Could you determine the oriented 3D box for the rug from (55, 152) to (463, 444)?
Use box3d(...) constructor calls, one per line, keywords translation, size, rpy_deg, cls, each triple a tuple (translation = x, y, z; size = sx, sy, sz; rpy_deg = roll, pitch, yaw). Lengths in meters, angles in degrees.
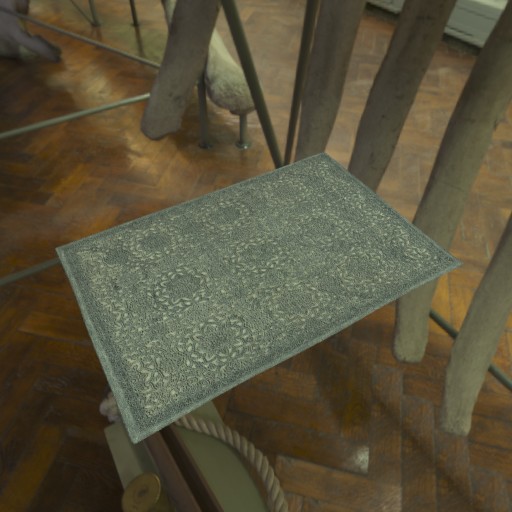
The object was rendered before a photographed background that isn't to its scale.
box3d(translation=(0.000, 0.000, 2.377), size=(1.830, 0.016, 1.224), rpy_deg=(-23, 51, -21), cls="rug")
